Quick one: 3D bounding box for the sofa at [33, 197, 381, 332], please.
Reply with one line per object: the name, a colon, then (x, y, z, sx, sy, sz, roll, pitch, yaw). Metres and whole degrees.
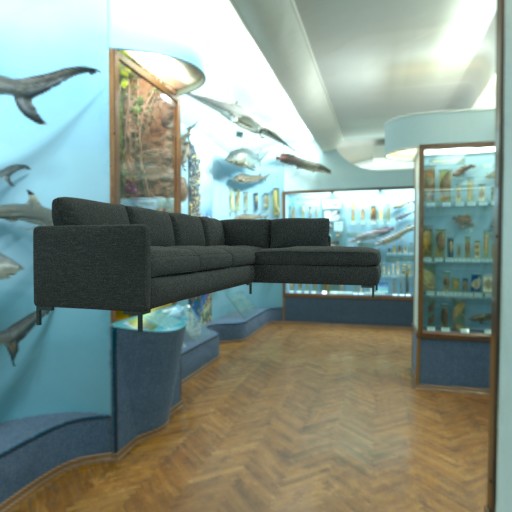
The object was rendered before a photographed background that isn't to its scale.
sofa: (0.000, 0.000, 3.828, 2.007, 0.815, 2.949, 0, 1, 18)
